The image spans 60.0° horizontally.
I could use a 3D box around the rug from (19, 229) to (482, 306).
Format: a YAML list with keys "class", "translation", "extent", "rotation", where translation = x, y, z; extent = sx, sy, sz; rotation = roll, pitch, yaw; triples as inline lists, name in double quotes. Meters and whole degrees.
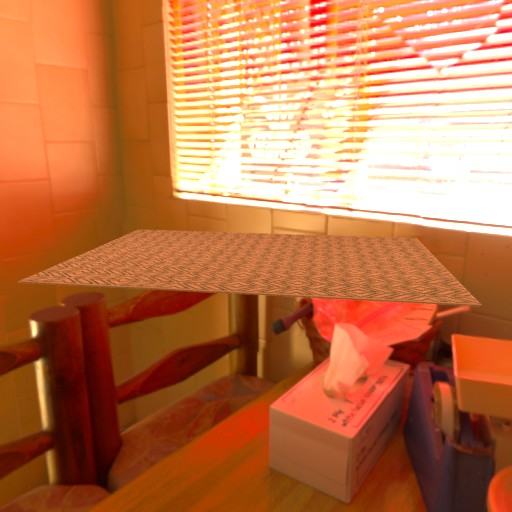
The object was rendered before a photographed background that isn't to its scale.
- class: "rug"
  translation: [0.000, 0.000, 2.306]
  extent: [1.828, 0.007, 1.220]
  rotation: [2, 14, 9]
